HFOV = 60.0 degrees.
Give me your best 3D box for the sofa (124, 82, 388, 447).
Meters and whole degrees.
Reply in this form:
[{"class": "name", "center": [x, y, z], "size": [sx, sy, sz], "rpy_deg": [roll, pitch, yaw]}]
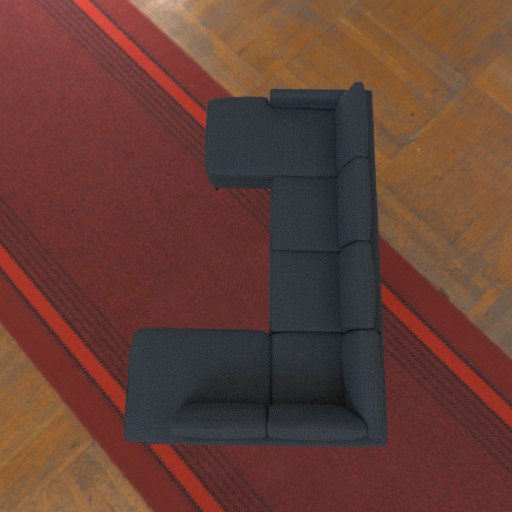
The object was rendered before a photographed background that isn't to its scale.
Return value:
[{"class": "sofa", "center": [0.000, 0.000, 3.728], "size": [1.984, 0.858, 2.975], "rpy_deg": [1, 77, 0]}]
